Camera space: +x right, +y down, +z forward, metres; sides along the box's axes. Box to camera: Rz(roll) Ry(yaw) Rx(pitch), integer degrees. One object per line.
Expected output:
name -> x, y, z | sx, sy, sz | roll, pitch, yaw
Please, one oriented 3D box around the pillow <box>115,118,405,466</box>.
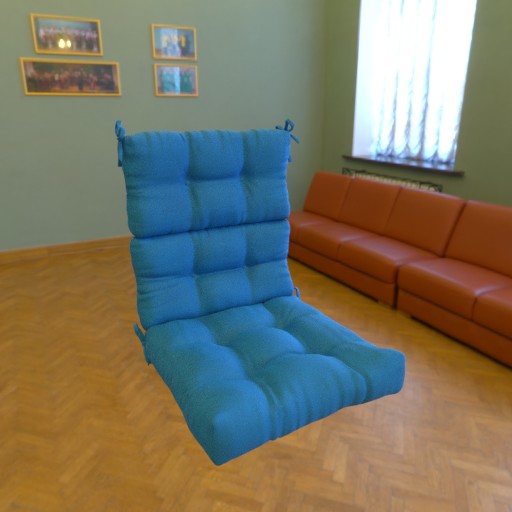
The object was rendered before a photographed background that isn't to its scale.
pillow -> 0.000, 0.000, 1.033 | 0.519, 0.605, 0.571 | -10, 20, -27
